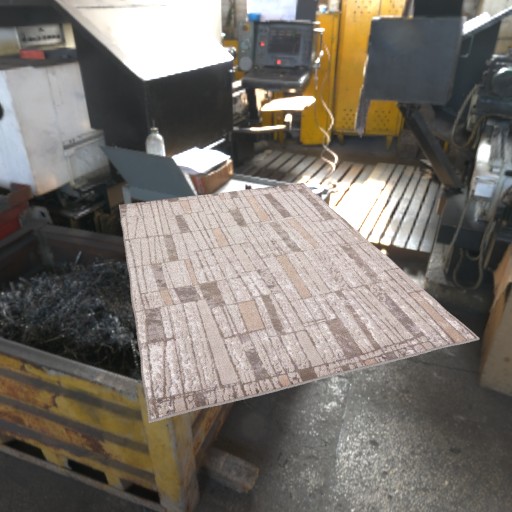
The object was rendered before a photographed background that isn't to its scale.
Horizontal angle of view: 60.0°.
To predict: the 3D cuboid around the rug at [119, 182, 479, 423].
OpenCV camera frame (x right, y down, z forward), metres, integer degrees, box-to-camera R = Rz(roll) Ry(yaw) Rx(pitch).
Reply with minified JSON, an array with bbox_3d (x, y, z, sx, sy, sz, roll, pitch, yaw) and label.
[{"bbox_3d":[0.000,0.000,4.365,2.449,0.019,3.357,-9,32,-15],"label":"rug"}]
